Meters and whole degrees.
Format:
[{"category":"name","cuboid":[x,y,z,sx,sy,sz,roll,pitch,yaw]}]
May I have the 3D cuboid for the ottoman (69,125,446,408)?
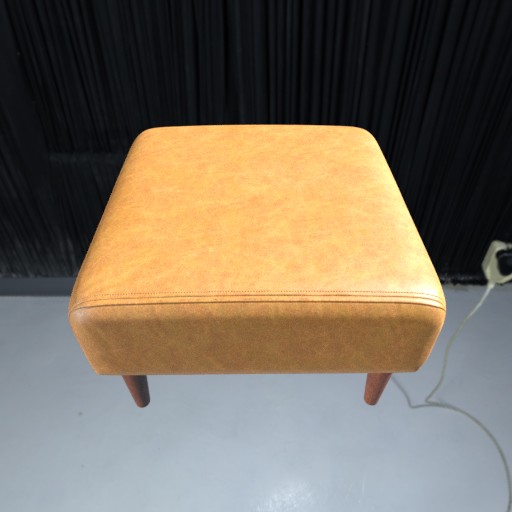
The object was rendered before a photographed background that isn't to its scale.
[{"category":"ottoman","cuboid":[0.000,0.000,1.046,0.650,0.399,0.650,0,42,0]}]
